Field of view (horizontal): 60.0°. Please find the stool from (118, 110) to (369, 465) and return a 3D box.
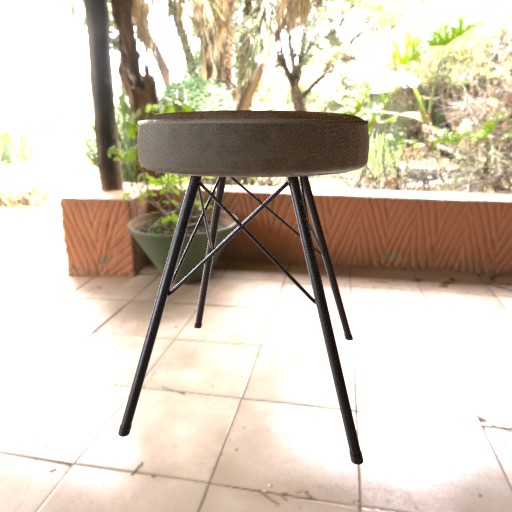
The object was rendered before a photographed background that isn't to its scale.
[{"bbox_3d":[0.000,0.000,0.875,0.423,0.538,0.457,3,16,9],"label":"stool"}]
